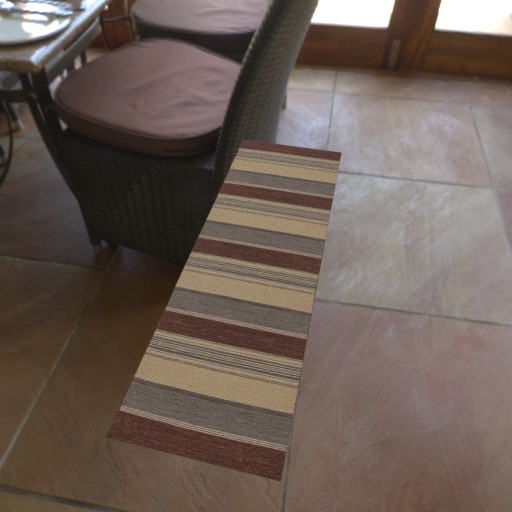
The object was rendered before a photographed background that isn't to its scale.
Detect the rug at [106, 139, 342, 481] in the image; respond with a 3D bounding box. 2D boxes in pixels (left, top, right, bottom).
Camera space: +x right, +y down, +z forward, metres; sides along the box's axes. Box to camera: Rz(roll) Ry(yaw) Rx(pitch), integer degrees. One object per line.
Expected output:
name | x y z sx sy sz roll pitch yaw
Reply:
rug | 0.000 0.000 2.709 0.792 0.006 2.437 10 48 9
